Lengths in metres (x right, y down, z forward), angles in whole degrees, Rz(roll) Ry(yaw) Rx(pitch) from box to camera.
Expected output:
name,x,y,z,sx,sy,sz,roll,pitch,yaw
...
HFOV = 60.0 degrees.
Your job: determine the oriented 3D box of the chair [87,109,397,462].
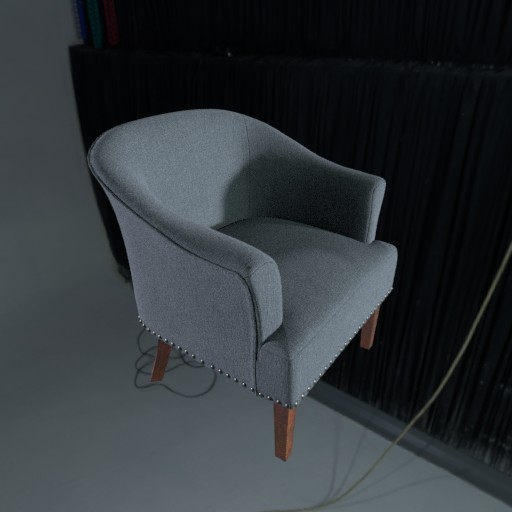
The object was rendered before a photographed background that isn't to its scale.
name,x,y,z,sx,sy,sz,roll,pitch,yaw
chair,0.000,0.000,1.408,0.704,0.815,0.798,18,32,31
